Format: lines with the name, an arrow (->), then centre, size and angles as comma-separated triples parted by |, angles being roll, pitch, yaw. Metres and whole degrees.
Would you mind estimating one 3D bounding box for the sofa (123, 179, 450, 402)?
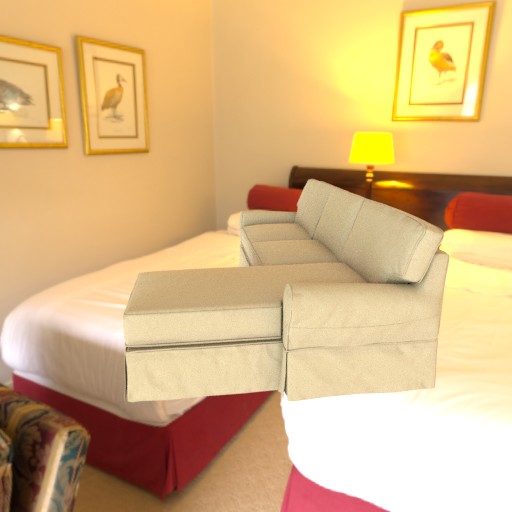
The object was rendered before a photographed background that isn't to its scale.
sofa -> 0.000, 0.000, 3.409 | 1.733, 0.978, 2.475 | -2, 16, -8
